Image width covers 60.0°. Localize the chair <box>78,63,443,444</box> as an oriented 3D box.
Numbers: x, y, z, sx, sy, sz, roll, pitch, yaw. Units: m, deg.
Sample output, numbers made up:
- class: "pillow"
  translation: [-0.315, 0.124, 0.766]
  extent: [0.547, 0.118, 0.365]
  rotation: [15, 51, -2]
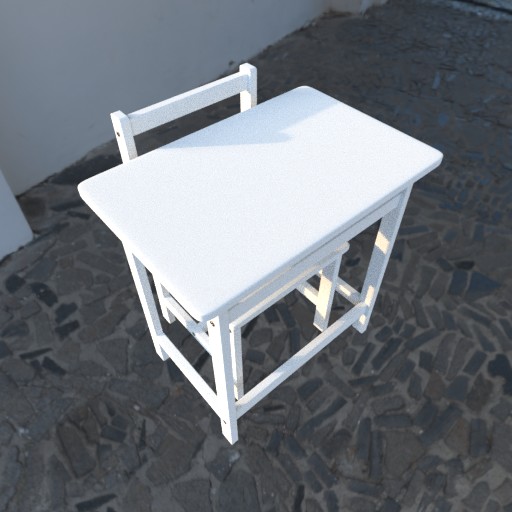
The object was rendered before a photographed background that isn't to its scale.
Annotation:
- class: "chair"
  translation: [0.000, 0.000, 1.055]
  extent: [0.599, 0.673, 0.461]
  rotation: [-32, 55, -27]
